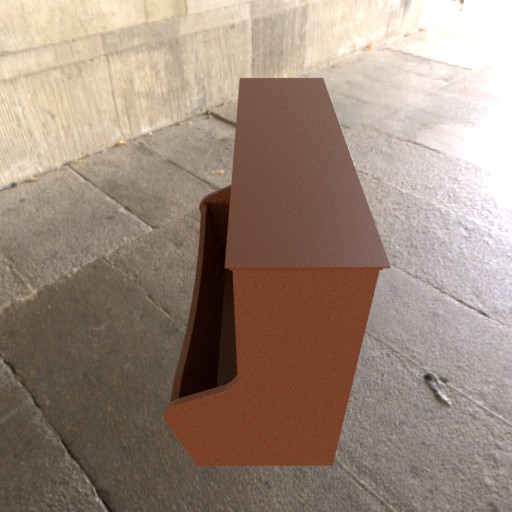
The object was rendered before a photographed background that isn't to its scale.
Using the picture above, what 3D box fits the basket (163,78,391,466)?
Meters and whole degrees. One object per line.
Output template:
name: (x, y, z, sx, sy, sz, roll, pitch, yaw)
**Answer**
basket: (0.000, 0.000, 1.125, 0.376, 0.625, 0.792, 0, 40, 0)
